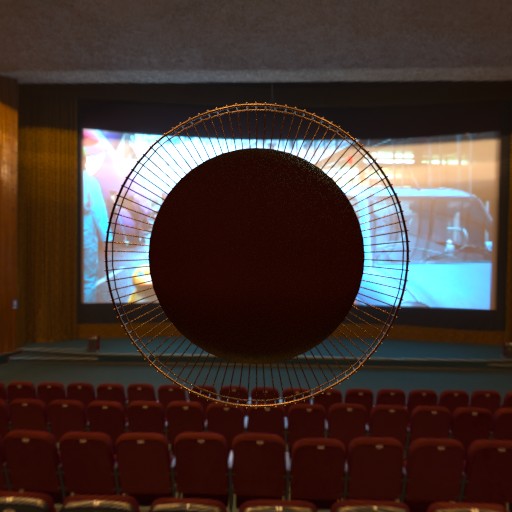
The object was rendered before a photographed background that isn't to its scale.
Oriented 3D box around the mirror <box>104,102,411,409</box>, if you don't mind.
[{"bbox_3d":[0.000,0.000,1.030,0.703,0.703,0.067,0,0,2],"label":"mirror"}]
